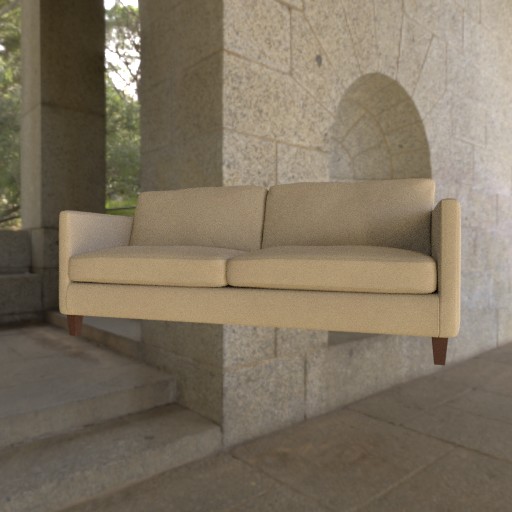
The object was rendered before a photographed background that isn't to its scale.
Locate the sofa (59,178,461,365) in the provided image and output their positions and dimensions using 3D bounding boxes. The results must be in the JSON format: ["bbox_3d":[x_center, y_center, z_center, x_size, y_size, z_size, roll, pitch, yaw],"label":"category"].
[{"bbox_3d":[0.000,0.000,2.676,2.181,0.932,0.948,0,1,19],"label":"sofa"}]
